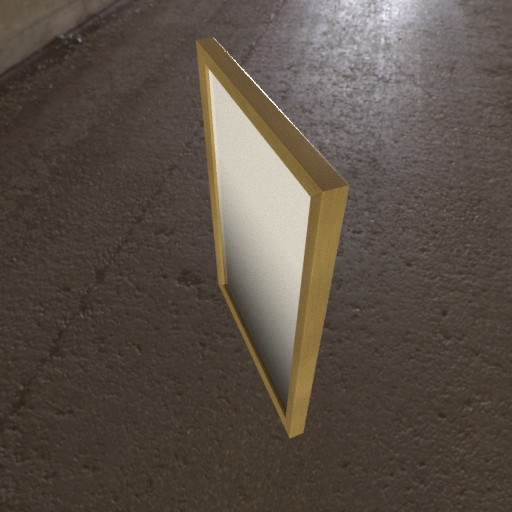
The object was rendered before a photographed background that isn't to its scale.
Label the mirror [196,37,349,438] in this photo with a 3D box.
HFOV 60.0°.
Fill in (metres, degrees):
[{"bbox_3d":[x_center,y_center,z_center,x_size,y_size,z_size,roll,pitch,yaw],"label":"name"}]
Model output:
[{"bbox_3d":[0.000,0.000,0.936,0.040,0.710,0.507,-16,48,-15],"label":"mirror"}]
